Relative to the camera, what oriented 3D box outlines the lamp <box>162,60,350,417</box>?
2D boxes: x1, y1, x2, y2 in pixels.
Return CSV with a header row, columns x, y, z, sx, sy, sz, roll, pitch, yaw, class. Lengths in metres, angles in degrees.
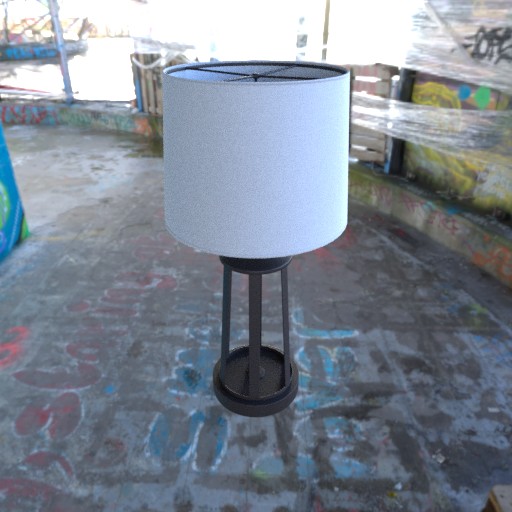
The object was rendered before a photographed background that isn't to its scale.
x,y,z,sx,sy,sz,roll,pitch,yaw,class
0.000,0.000,0.652,0.251,0.509,0.251,0,29,0,lamp
